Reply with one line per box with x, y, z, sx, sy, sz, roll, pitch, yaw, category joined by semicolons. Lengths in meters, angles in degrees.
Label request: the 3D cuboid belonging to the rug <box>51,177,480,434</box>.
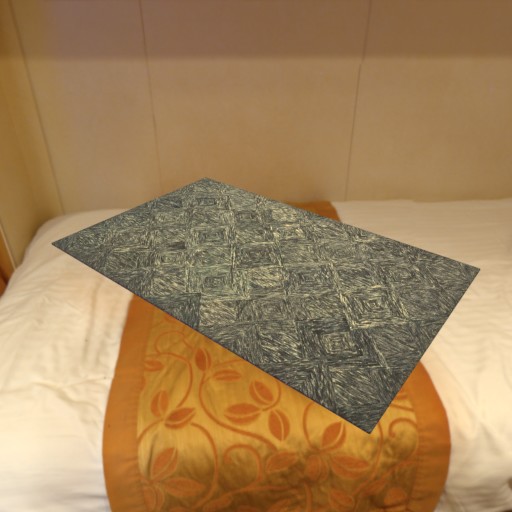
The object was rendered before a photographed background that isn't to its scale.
0.000;0.000;2.835;2.330;0.017;1.478;23;39;32;rug
